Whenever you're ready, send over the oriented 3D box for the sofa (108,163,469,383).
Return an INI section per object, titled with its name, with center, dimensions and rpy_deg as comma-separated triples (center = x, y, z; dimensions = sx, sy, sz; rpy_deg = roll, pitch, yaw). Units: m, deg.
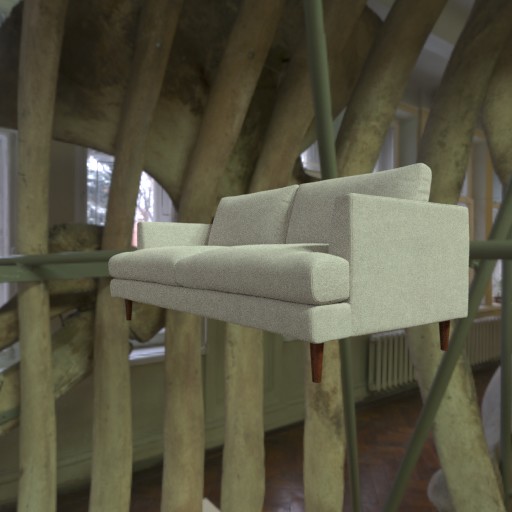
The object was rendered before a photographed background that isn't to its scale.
[sofa]
center = 0.000, 0.000, 2.500
dimensions = 1.020, 0.868, 1.948
rpy_deg = 0, 1, -37
